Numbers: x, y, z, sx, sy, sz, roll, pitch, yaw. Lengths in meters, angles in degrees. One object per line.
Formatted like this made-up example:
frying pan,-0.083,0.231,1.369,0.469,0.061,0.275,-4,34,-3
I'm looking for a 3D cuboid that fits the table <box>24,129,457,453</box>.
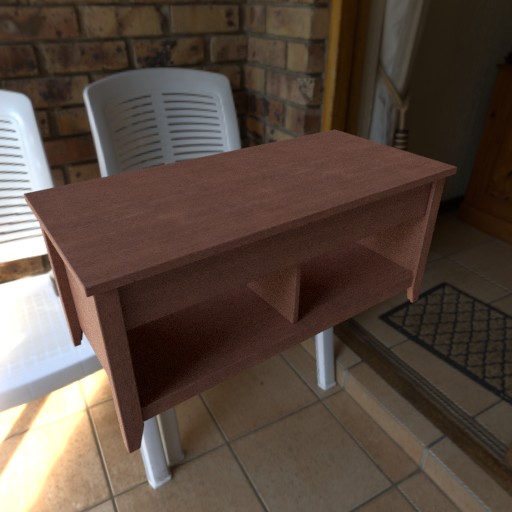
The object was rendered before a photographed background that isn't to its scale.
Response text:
table,0.000,0.000,1.253,1.016,0.457,0.483,-20,36,-30
